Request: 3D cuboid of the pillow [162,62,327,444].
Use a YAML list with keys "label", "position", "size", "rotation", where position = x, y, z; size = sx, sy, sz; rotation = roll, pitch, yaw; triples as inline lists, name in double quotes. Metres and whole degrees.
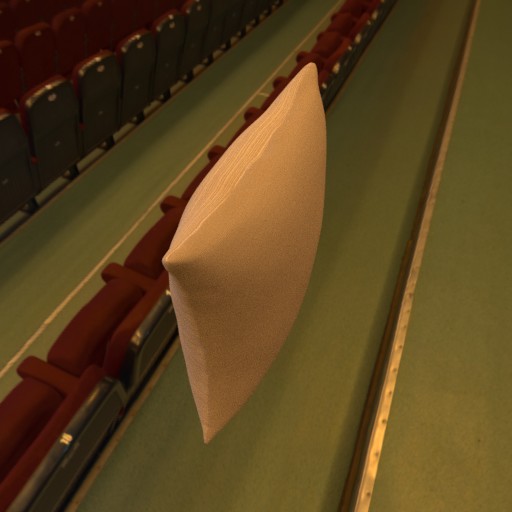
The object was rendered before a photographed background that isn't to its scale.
- label: "pillow"
  position: [0.000, 0.000, 0.794]
  size: [0.204, 0.497, 0.512]
  rotation: [16, 49, 15]
